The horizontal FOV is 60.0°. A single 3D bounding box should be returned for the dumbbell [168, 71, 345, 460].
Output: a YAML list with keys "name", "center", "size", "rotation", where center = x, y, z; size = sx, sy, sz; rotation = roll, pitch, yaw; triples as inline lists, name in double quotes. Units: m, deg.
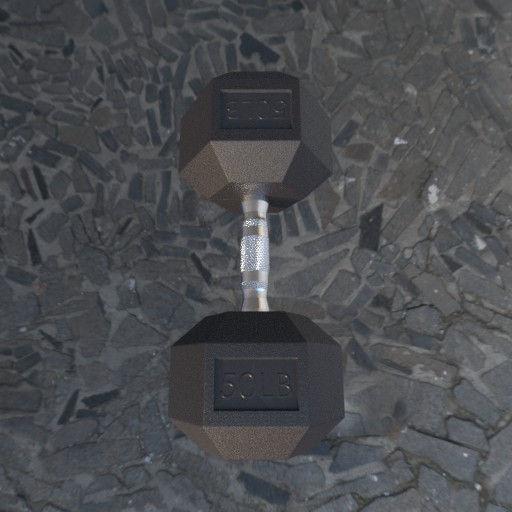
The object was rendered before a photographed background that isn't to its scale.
- name: "dumbbell"
  center: [0.000, 0.000, 0.471]
  size: [0.173, 0.150, 0.384]
  rotation: [0, 76, 0]
